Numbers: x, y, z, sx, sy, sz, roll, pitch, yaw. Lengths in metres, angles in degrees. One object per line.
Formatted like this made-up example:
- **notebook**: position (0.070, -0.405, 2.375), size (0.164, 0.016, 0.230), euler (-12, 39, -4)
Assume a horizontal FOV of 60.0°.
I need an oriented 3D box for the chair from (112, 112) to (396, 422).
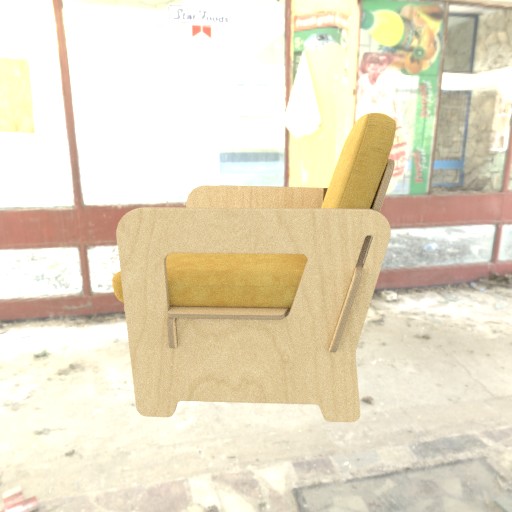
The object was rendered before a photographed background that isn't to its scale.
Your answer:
- **chair**: position (0.000, 0.000, 1.323), size (0.710, 0.800, 0.590), euler (2, 15, 8)
